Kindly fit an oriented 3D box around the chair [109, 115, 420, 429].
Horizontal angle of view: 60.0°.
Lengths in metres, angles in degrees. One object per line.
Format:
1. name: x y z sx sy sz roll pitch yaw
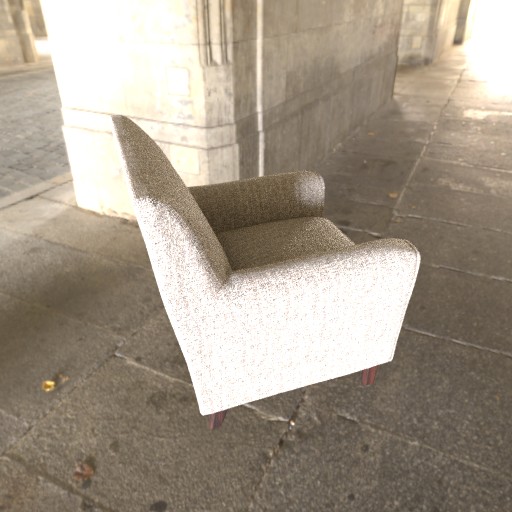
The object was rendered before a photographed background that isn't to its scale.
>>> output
1. chair: 0.000 0.000 1.675 0.873 0.928 0.864 -10 32 -17
